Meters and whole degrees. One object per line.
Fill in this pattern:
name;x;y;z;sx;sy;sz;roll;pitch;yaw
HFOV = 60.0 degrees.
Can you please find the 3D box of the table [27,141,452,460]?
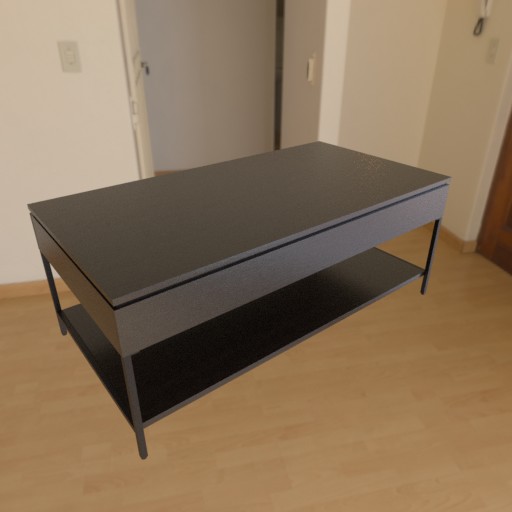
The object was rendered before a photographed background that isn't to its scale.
table;0.000;0.000;1.378;1.095;0.435;0.574;-21;35;-33
